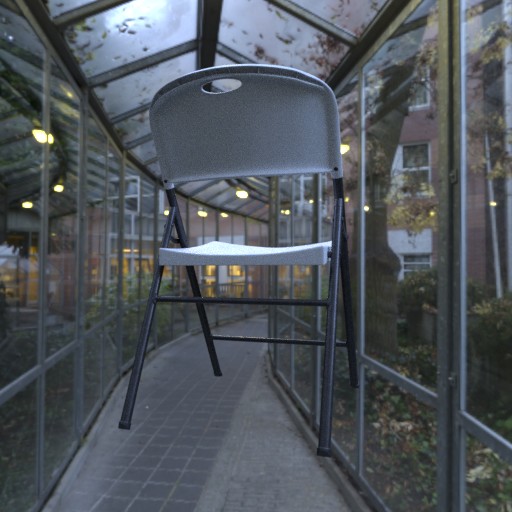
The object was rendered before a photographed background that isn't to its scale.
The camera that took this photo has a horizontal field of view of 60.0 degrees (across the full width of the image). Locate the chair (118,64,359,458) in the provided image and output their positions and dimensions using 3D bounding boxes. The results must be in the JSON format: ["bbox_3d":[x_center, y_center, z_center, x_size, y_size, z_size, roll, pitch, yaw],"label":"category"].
[{"bbox_3d":[0.000,0.000,1.206,0.494,0.810,0.566,-1,-2,19],"label":"chair"}]
